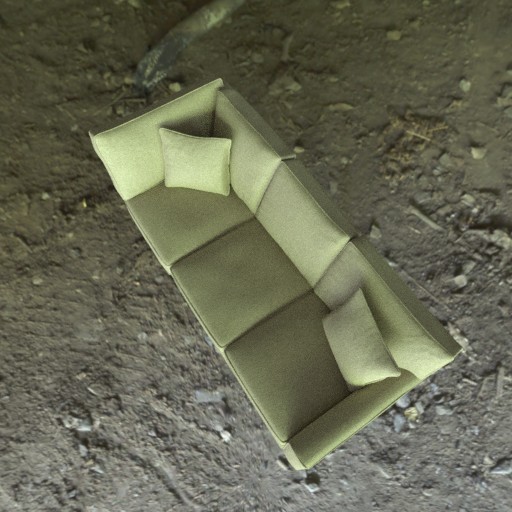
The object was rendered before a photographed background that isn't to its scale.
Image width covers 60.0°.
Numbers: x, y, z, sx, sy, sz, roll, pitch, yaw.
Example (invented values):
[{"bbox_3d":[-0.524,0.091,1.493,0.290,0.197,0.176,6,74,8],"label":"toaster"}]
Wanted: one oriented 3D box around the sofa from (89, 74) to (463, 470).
[{"bbox_3d":[0.000,0.000,2.816,1.053,0.948,2.323,-31,67,-14],"label":"sofa"}]
